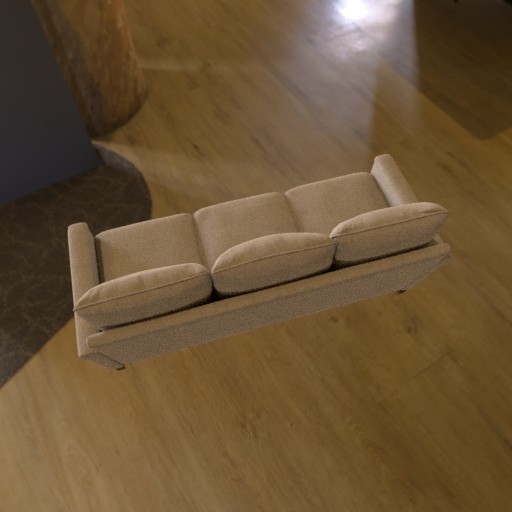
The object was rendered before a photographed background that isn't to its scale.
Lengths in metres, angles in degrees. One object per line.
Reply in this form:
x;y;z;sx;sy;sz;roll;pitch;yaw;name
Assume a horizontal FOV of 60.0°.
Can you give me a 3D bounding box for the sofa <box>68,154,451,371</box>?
0.000;0.000;2.483;1.925;0.959;0.828;-14;61;-8;sofa
